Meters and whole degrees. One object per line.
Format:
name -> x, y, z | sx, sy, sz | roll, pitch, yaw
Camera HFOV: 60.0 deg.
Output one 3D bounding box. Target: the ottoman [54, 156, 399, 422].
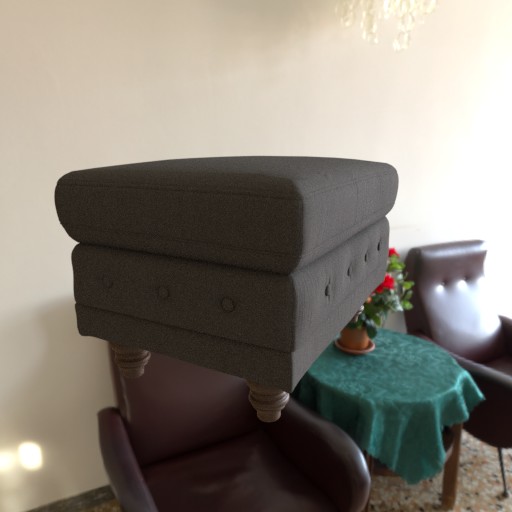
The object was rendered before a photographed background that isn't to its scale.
ottoman -> 0.000, 0.000, 1.145 | 0.569, 0.500, 0.771 | 7, 16, 27
